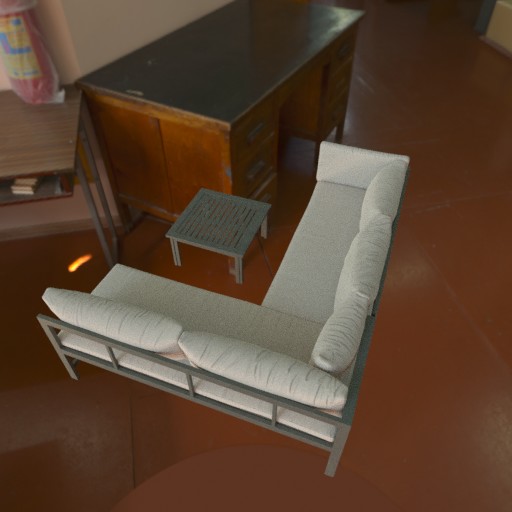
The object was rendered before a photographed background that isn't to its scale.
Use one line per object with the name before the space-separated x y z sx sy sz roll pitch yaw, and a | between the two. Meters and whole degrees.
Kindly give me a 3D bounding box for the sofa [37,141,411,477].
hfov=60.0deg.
sofa | 0.000 0.000 2.966 1.658 0.758 2.096 15 47 14
